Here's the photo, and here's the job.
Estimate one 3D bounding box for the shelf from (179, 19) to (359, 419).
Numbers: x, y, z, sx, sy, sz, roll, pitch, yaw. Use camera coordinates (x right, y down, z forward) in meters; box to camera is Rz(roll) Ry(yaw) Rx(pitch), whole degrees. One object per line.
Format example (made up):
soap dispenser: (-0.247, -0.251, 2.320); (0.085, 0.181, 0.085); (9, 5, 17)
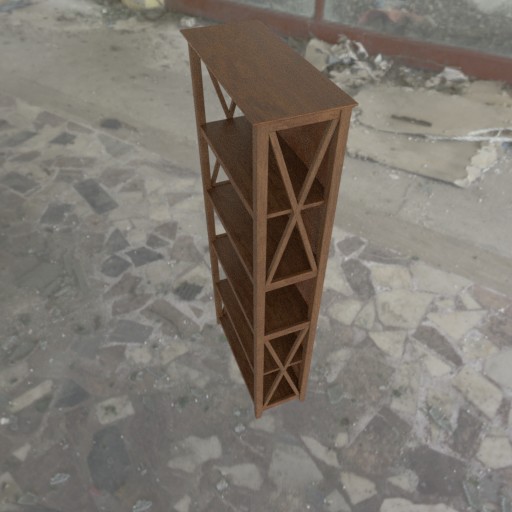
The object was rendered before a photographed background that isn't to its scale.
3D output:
shelf: (0.000, 0.000, 2.204); (0.335, 1.905, 0.805); (-16, 47, -15)
